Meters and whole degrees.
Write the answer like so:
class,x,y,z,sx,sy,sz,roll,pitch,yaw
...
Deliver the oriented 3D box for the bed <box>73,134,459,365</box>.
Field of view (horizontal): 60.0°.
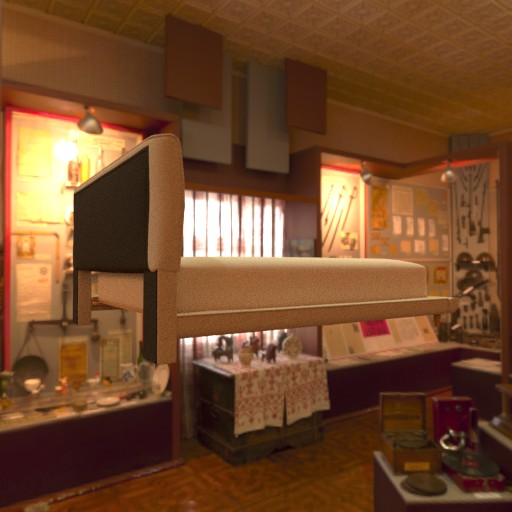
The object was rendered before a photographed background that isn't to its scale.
class,x,y,z,sx,sy,sz,roll,pitch,yaw
bed,0.000,0.000,3.370,2.368,1.067,1.840,1,-2,-33
